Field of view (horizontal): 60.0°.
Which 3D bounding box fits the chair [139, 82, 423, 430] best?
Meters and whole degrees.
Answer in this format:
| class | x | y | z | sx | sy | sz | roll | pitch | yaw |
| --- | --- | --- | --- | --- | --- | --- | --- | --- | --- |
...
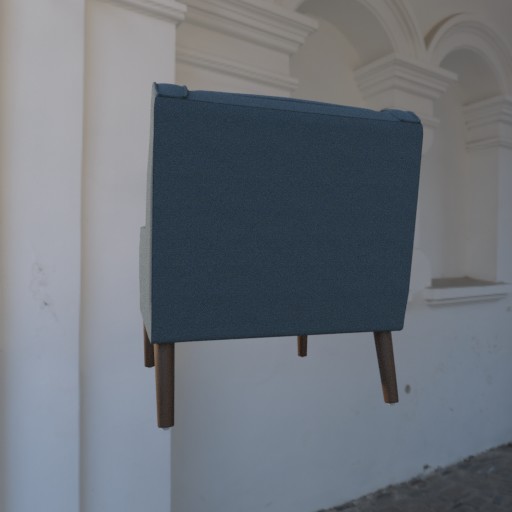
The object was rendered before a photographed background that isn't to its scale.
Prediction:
| class | x | y | z | sx | sy | sz | roll | pitch | yaw |
| --- | --- | --- | --- | --- | --- | --- | --- | --- | --- |
| chair | 0.000 | 0.000 | 1.337 | 0.663 | 0.780 | 0.733 | 0 | 0 | -17 |
